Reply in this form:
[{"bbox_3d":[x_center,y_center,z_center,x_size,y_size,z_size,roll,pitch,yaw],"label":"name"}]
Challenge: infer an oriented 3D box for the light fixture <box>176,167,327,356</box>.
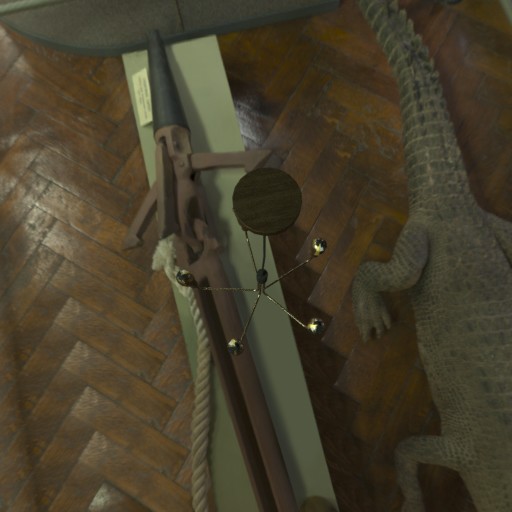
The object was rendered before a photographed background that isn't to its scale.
[{"bbox_3d":[0.000,0.000,1.368,0.588,1.059,0.532,-14,76,-3],"label":"light fixture"}]
